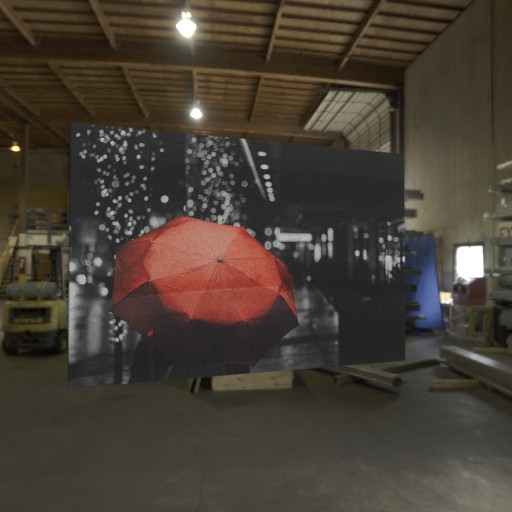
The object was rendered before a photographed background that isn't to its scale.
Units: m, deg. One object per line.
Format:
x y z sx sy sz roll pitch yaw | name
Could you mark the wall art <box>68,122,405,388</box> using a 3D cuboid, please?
0.000 0.000 1.176 0.914 0.609 0.038 0 -1 -19 | wall art
